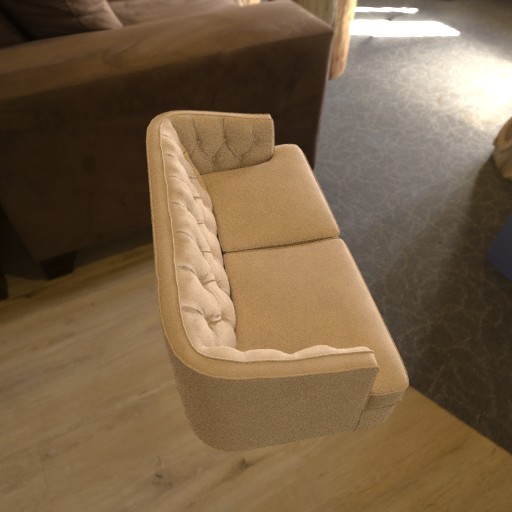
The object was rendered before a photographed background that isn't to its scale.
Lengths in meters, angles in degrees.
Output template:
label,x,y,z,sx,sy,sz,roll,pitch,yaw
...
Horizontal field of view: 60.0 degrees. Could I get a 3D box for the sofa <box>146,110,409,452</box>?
label,x,y,z,sx,sy,sz,roll,pitch,yaw
sofa,0.000,0.000,2.282,0.940,0.878,1.731,-9,49,-8
